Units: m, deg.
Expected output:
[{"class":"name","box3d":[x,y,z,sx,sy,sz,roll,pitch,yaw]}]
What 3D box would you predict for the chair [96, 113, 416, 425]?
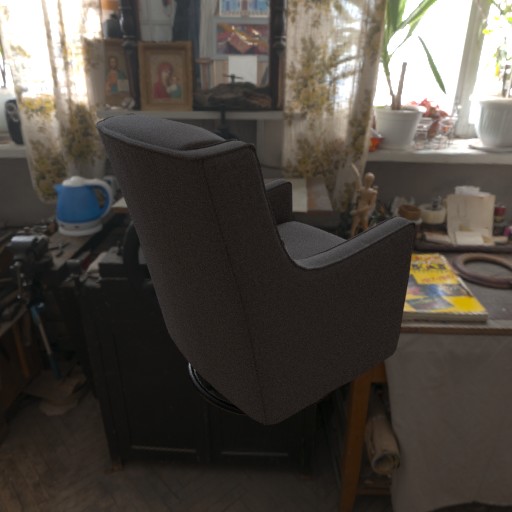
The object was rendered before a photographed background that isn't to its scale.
[{"class":"chair","box3d":[0.000,0.000,1.590,0.879,0.993,0.732,-18,30,-33]}]
